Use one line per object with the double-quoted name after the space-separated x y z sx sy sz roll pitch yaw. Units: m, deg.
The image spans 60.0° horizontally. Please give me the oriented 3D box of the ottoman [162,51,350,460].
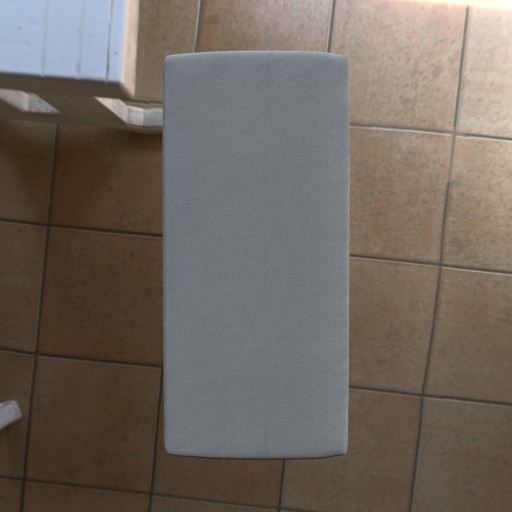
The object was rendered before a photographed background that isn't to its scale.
0.000 0.000 1.677 0.665 0.457 1.388 0 91 1 "ottoman"
